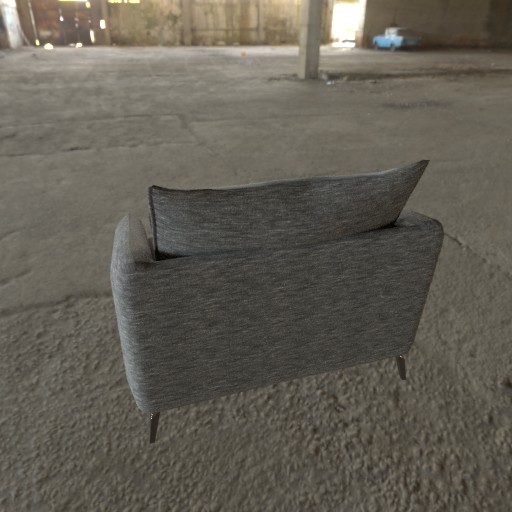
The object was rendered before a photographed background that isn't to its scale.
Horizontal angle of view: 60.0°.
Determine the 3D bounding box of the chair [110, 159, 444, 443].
[{"bbox_3d":[0.000,0.000,1.618,1.004,0.842,0.805,-8,29,-16],"label":"chair"}]
